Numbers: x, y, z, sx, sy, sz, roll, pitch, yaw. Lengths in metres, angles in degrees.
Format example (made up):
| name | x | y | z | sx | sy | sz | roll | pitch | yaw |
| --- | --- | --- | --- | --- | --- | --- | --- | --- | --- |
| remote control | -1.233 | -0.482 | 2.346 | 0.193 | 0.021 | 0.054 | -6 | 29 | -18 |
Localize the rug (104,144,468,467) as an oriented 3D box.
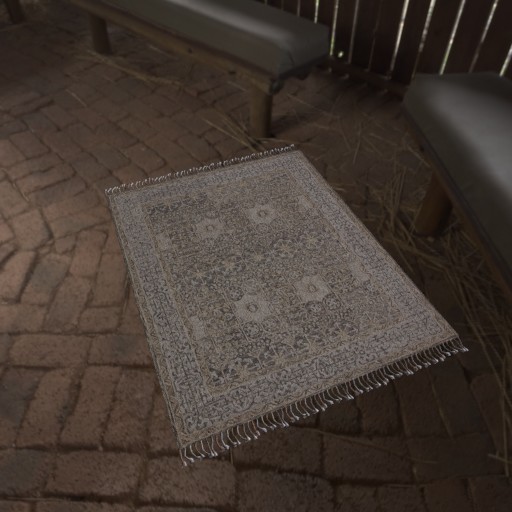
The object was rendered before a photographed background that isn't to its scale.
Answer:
| name | x | y | z | sx | sy | sz | roll | pitch | yaw |
| --- | --- | --- | --- | --- | --- | --- | --- | --- | --- |
| rug | 0.000 | 0.000 | 4.347 | 2.431 | 0.017 | 3.291 | -17 | 49 | -15 |
